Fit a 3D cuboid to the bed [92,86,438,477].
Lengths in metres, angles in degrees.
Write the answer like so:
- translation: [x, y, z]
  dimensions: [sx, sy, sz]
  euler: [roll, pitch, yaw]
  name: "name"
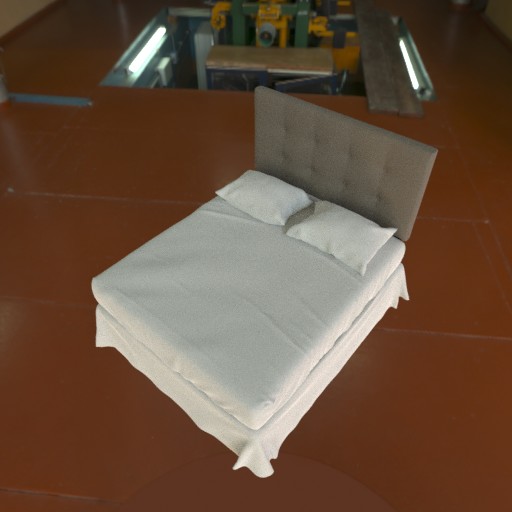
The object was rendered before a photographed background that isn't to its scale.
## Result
- translation: [0.000, 0.000, 3.442]
  dimensions: [1.936, 1.577, 2.222]
  euler: [30, 52, 27]
  name: "bed"
